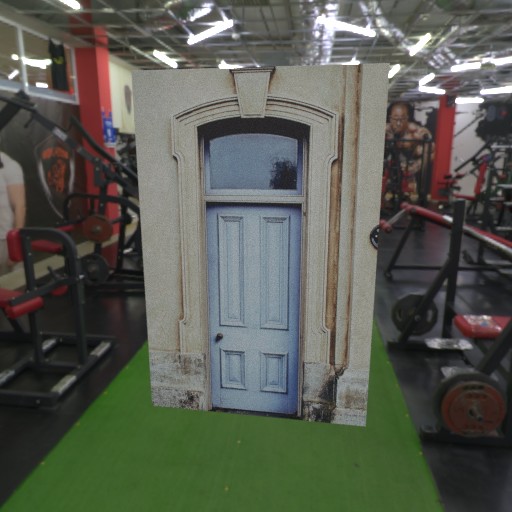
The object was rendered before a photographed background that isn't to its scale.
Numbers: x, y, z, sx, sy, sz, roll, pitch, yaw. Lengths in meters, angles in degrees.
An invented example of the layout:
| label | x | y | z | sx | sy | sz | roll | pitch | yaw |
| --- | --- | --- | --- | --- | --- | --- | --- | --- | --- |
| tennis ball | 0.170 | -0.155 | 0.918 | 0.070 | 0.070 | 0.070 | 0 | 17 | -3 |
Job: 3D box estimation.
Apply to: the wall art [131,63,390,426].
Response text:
| label | x | y | z | sx | sy | sz | roll | pitch | yaw |
| --- | --- | --- | --- | --- | --- | --- | --- | --- | --- |
| wall art | 0.000 | 0.000 | 0.969 | 0.508 | 0.764 | 0.038 | 2 | 14 | 9 |
